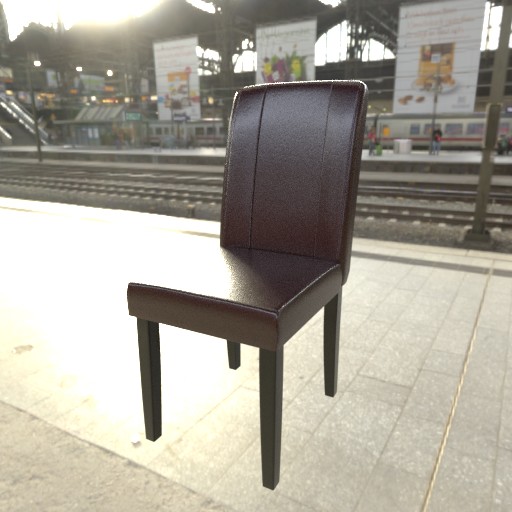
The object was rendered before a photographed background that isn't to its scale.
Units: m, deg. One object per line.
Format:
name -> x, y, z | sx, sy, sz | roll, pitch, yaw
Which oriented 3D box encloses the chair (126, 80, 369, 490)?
chair -> 0.000, 0.000, 1.155 | 0.399, 0.897, 0.556 | 8, 17, 27
